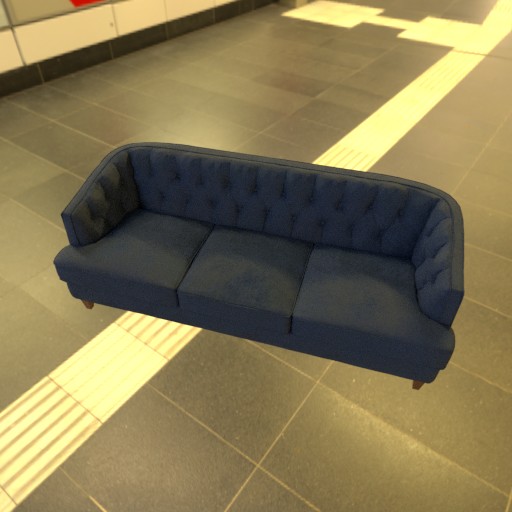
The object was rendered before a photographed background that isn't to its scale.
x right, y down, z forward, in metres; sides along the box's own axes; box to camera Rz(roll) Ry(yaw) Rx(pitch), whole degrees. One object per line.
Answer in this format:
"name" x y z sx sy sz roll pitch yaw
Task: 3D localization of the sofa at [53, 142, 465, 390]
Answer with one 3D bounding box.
"sofa" 0.000 0.000 2.712 2.278 0.855 0.941 11 43 12
